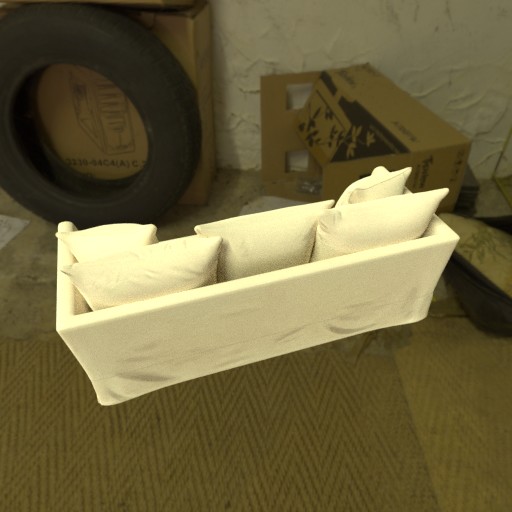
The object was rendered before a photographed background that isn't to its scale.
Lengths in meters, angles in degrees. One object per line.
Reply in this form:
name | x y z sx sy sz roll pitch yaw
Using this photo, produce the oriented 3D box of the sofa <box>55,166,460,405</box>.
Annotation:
sofa | 0.000 0.000 3.063 2.484 1.042 1.030 -12 42 -14
